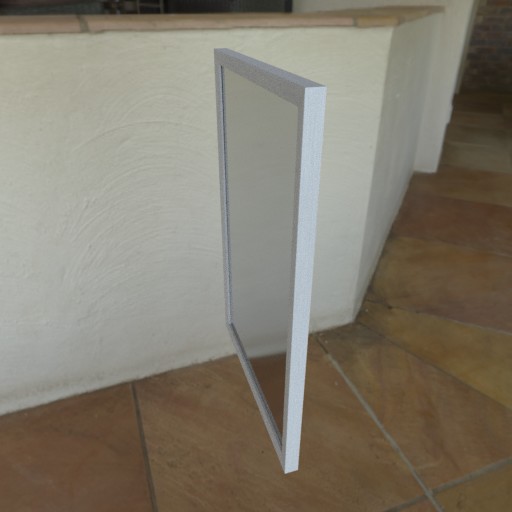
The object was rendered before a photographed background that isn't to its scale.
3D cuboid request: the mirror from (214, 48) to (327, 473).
[{"bbox_3d":[0.000,0.000,1.134,0.040,0.915,0.609,-9,31,-15],"label":"mirror"}]
